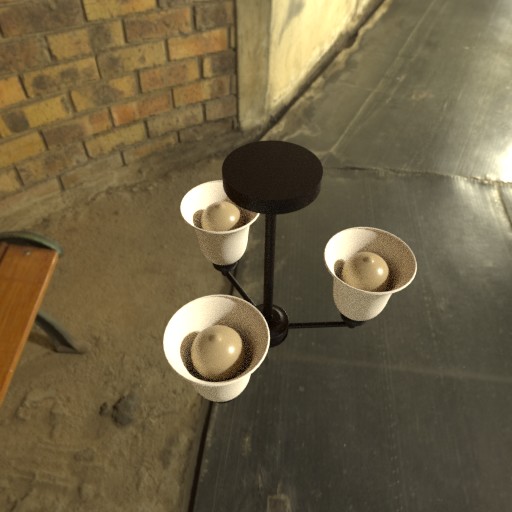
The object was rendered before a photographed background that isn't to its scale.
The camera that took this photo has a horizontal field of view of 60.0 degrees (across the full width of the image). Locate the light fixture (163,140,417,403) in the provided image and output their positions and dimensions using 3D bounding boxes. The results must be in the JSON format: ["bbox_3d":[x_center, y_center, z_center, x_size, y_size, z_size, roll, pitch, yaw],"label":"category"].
[{"bbox_3d":[0.000,0.000,0.682,0.388,0.370,0.354,-24,51,-21],"label":"light fixture"}]
